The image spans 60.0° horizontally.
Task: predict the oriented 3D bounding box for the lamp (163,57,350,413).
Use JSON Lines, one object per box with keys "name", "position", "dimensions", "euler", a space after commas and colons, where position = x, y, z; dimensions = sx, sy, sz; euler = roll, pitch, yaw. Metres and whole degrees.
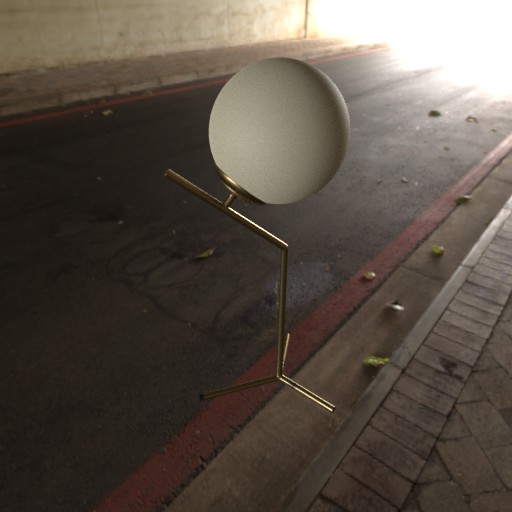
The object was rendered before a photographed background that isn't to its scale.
{"name": "lamp", "position": [0.000, 0.000, 0.675], "dimensions": [0.251, 0.552, 0.210], "euler": [-10, 32, -17]}
